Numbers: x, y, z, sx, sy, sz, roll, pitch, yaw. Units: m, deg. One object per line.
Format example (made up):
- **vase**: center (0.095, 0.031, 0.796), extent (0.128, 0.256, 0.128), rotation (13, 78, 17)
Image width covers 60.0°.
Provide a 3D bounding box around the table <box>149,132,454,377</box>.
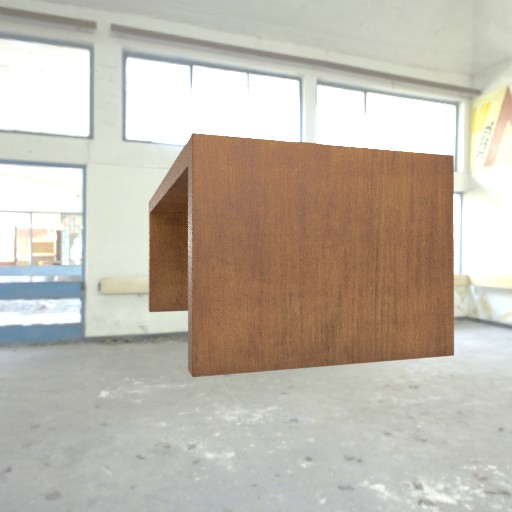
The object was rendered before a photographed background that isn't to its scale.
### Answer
- **table**: center (0.000, 0.000, 1.317), extent (0.549, 0.419, 1.000), rotation (0, 0, -18)
